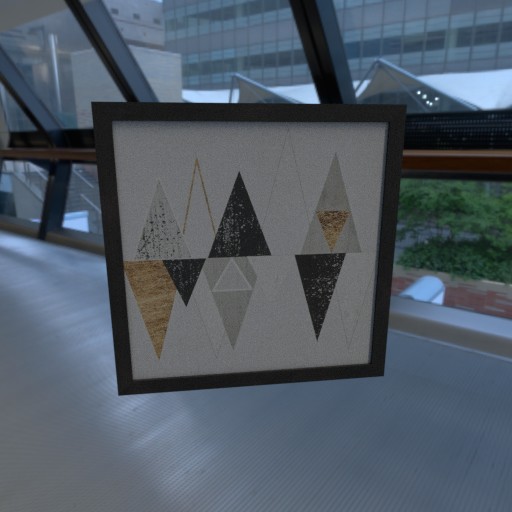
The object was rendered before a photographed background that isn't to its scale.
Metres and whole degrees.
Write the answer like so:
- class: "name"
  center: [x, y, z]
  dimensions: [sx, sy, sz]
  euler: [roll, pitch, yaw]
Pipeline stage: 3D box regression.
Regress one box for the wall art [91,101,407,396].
- class: "wall art"
  center: [0.000, 0.000, 1.262]
  dimensions: [0.823, 0.823, 0.013]
  euler: [-2, 15, -7]
